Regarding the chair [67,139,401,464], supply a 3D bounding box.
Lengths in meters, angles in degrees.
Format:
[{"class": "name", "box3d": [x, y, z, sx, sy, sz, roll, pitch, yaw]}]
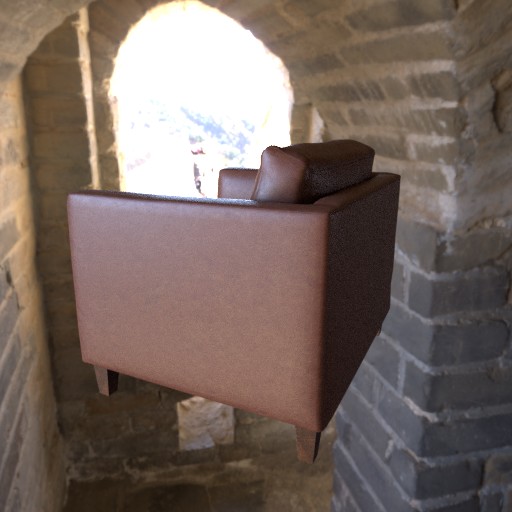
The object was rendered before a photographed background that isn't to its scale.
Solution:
[{"class": "chair", "box3d": [0.000, 0.000, 1.807, 0.959, 0.917, 1.107, 8, 17, 25]}]
